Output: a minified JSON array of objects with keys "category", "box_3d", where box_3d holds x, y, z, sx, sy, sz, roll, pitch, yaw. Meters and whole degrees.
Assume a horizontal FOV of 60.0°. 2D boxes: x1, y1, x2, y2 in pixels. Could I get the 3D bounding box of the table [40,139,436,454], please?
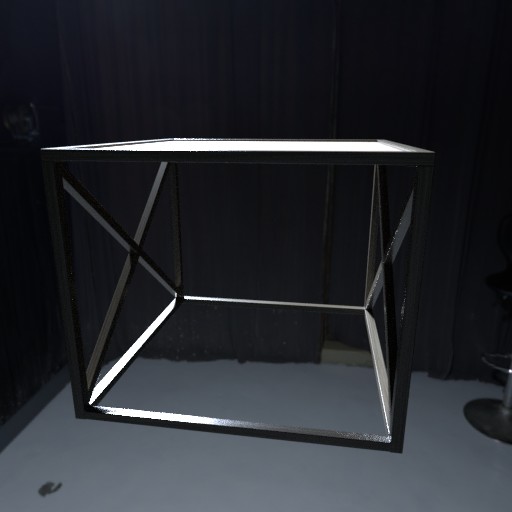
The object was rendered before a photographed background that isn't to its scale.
[{"category":"table","box_3d":[0.000,0.000,1.028,0.609,0.507,0.611,3,16,9]}]
